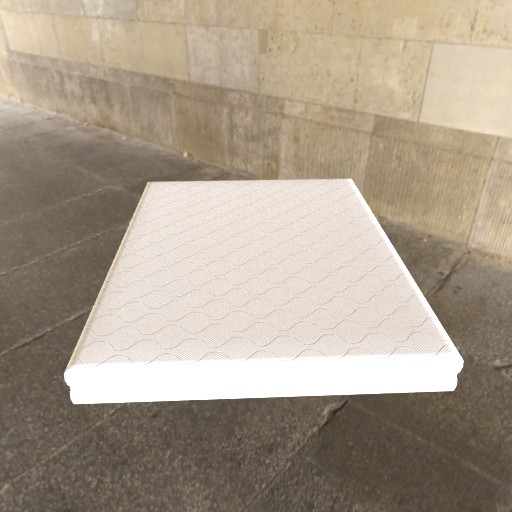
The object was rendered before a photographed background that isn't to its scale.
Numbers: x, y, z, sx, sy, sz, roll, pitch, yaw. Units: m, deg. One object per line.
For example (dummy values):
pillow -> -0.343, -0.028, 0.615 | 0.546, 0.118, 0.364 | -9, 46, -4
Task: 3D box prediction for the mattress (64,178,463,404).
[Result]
mattress -> 0.000, 0.000, 2.654 | 1.600, 0.200, 2.000 | -1, 31, -2
